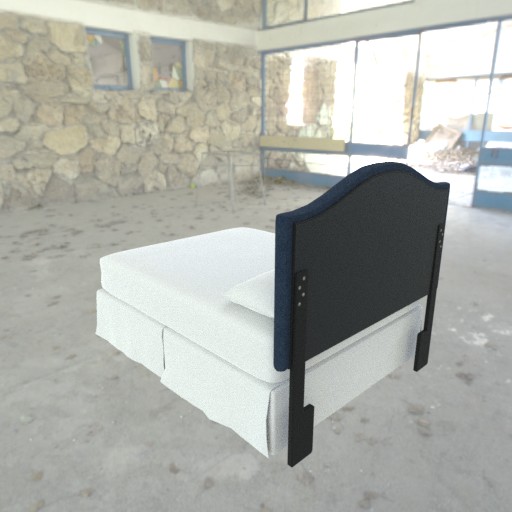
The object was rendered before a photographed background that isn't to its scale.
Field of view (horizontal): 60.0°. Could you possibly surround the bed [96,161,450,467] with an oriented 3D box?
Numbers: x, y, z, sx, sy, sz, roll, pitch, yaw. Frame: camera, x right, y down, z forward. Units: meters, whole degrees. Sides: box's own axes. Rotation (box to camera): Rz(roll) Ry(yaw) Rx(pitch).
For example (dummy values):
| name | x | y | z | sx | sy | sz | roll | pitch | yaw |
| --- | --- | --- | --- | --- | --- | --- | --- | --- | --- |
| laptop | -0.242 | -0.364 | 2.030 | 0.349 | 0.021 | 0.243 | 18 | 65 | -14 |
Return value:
| name | x | y | z | sx | sy | sz | roll | pitch | yaw |
| --- | --- | --- | --- | --- | --- | --- | --- | --- | --- |
| bed | 0.000 | 0.000 | 3.339 | 1.725 | 1.518 | 2.153 | -15 | 23 | -41 |
